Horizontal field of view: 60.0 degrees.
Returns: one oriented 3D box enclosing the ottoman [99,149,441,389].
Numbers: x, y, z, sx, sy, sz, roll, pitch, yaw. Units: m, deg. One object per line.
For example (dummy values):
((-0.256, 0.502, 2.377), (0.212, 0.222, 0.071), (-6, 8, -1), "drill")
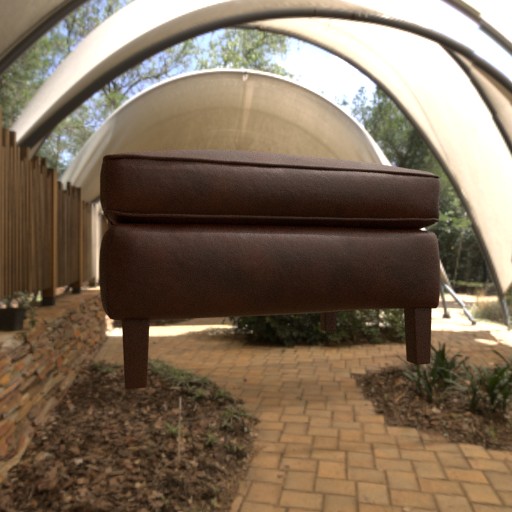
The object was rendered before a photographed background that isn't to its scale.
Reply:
((0.000, 0.000, 1.011), (0.665, 0.432, 0.501), (0, 0, -17), "ottoman")
